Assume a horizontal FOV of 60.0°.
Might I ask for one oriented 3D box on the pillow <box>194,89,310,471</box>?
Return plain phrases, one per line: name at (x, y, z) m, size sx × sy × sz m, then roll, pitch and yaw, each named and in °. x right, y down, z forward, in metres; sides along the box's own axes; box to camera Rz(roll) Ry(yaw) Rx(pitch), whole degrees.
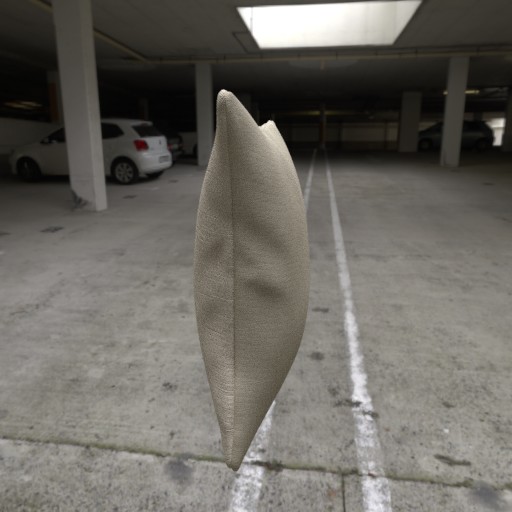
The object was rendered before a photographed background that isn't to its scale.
pillow at (0.000, 0.000, 0.667) m, size 0.162 × 0.420 × 0.437 m, roll 2°, pitch 13°, yaw 8°
